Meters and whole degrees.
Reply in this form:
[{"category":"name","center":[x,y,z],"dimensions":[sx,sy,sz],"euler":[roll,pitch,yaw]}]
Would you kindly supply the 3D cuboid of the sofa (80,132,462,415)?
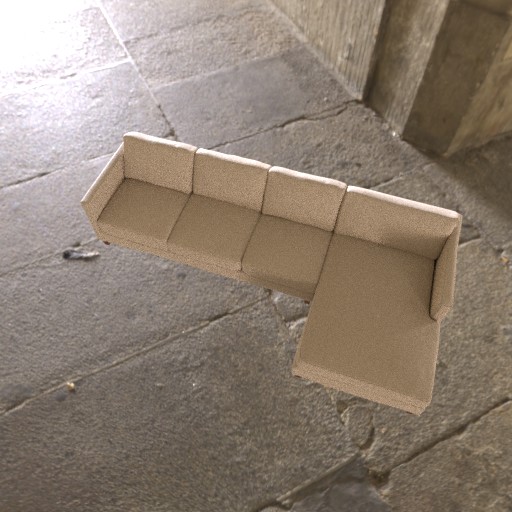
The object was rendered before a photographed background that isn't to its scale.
[{"category":"sofa","center":[0.000,0.000,3.833],"dimensions":[3.186,0.861,1.625],"euler":[16,58,10]}]
